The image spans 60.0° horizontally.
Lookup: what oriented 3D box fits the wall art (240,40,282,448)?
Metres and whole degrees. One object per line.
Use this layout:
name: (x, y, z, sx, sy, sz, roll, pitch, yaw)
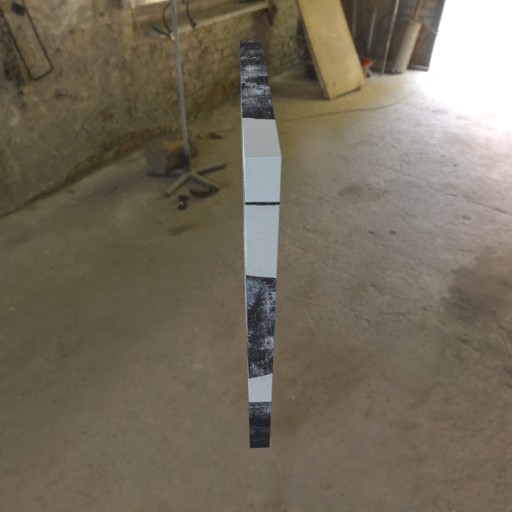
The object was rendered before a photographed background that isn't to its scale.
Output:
wall art: (0.000, 0.000, 0.793, 0.039, 0.610, 0.407, -1, 41, -2)
